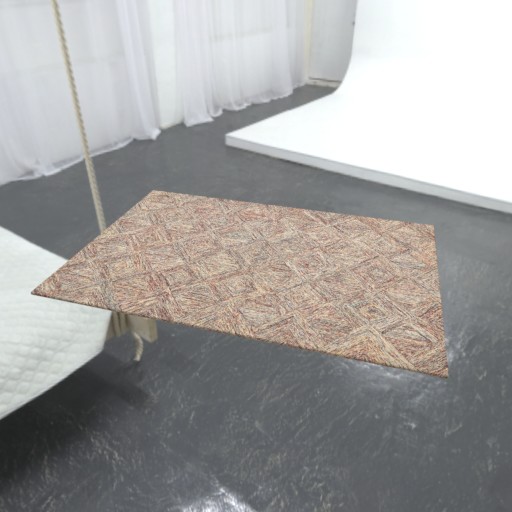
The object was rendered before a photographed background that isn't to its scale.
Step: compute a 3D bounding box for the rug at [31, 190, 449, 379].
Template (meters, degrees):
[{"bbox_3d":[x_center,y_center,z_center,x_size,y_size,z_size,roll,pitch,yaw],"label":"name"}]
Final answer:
[{"bbox_3d":[0.000,0.000,2.920,2.285,0.019,1.523,9,33,14],"label":"rug"}]
